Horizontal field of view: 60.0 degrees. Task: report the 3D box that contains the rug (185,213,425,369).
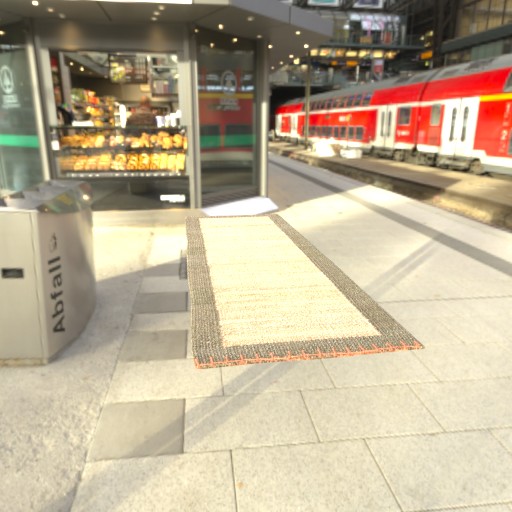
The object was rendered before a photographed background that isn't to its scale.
[{"bbox_3d":[0.000,0.000,2.626,0.810,0.016,2.413,-3,17,-9],"label":"rug"}]
